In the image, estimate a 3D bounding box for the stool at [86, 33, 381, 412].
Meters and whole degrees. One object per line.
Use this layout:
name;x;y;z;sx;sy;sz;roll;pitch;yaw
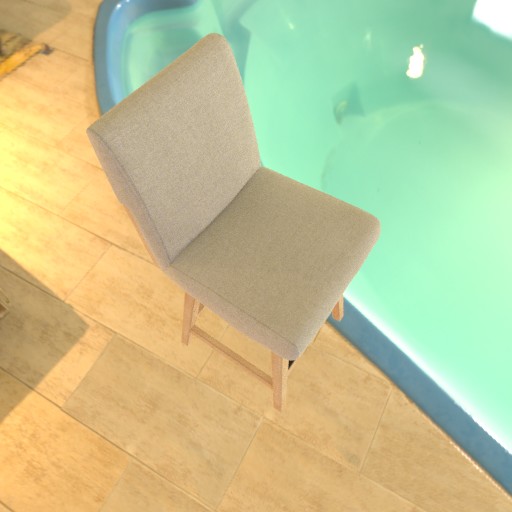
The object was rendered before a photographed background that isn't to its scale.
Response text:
stool;0.000;0.000;1.405;0.606;1.085;0.507;31;63;18
